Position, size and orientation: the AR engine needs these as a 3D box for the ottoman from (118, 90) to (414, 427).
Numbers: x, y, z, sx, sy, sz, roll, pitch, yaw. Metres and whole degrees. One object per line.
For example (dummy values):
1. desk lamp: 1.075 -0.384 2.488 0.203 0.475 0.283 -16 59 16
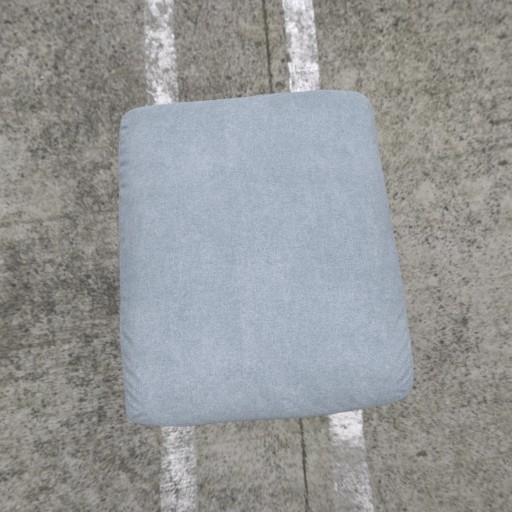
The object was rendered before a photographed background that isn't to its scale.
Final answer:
1. ottoman: 0.000 0.000 1.217 0.683 0.481 0.837 -5 75 -1
